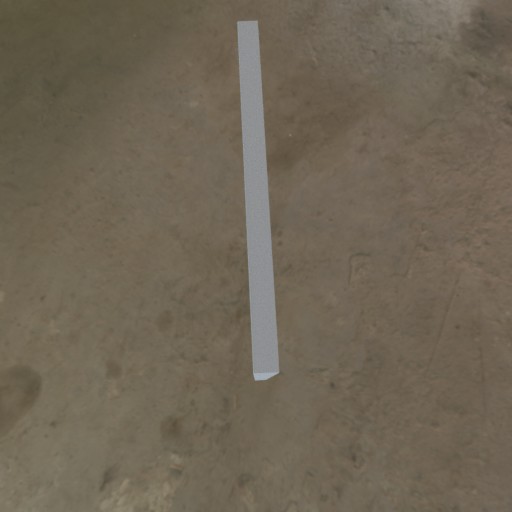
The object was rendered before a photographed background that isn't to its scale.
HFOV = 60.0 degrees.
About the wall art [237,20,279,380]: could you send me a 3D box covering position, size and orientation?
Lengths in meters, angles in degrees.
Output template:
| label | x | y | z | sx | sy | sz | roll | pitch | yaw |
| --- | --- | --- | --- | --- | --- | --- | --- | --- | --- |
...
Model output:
| label | x | y | z | sx | sy | sz | roll | pitch | yaw |
| --- | --- | --- | --- | --- | --- | --- | --- | --- | --- |
| wall art | 0.000 | 0.000 | 1.146 | 0.037 | 0.916 | 0.610 | -3 | 74 | -1 |
